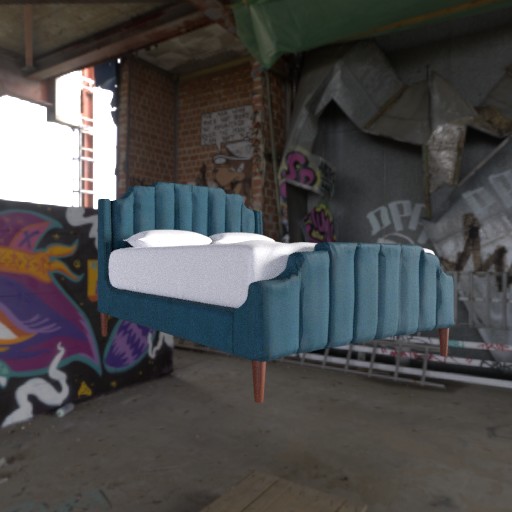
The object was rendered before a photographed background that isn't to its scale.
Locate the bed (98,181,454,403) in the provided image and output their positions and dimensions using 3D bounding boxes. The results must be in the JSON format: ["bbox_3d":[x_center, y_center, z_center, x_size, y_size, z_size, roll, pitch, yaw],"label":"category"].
[{"bbox_3d":[0.000,0.000,3.383,1.676,1.351,2.322,0,0,-37],"label":"bed"}]
